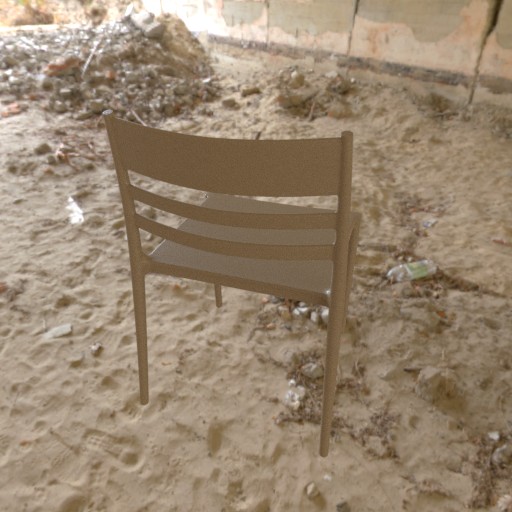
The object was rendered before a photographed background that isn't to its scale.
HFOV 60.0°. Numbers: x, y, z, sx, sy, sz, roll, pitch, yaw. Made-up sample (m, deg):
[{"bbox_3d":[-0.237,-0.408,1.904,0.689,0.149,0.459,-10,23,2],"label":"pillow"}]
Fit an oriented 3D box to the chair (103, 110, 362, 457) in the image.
[{"bbox_3d":[0.000,0.000,1.155,0.531,0.800,0.511,10,33,16],"label":"chair"}]
